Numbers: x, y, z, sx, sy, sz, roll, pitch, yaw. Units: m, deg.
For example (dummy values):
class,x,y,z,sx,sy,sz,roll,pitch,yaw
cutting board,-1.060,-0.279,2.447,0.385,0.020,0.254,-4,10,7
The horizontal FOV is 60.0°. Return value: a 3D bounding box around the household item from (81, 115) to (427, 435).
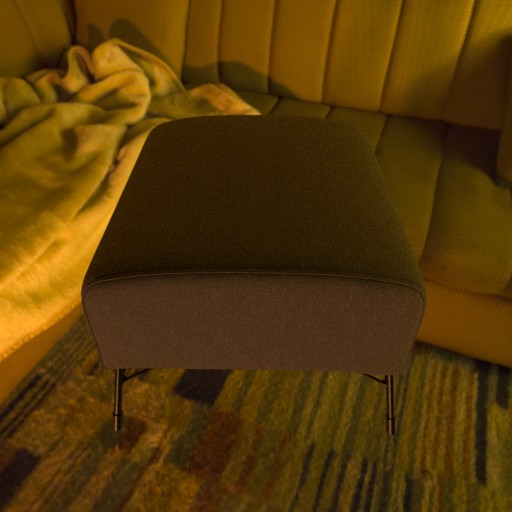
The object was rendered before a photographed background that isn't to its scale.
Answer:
class,x,y,z,sx,sy,sz,roll,pitch,yaw
household item,0.000,0.000,0.887,0.530,0.410,0.530,1,41,1
